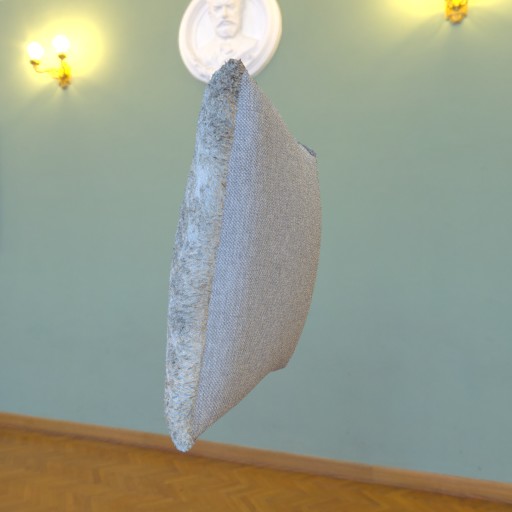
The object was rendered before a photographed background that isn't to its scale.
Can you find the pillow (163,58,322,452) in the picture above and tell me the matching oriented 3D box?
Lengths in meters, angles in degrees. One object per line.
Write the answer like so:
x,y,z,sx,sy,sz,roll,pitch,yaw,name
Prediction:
0.000,0.000,0.809,0.218,0.515,0.529,-1,-2,18,pillow
